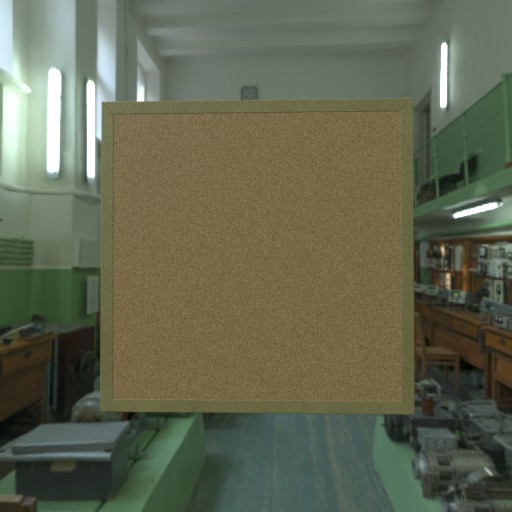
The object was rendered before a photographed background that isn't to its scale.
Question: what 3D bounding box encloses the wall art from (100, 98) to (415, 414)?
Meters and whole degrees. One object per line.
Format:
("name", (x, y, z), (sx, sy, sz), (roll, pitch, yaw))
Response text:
("wall art", (0.000, 0.000, 1.097), (0.763, 0.763, 0.037), (0, -1, 2))
